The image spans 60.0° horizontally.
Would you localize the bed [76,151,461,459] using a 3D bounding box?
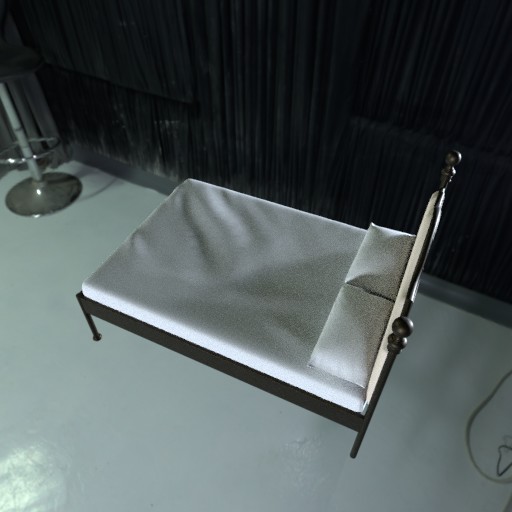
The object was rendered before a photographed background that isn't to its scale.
[{"bbox_3d":[0.000,0.000,3.148,2.170,1.462,1.533,19,48,18],"label":"bed"}]
